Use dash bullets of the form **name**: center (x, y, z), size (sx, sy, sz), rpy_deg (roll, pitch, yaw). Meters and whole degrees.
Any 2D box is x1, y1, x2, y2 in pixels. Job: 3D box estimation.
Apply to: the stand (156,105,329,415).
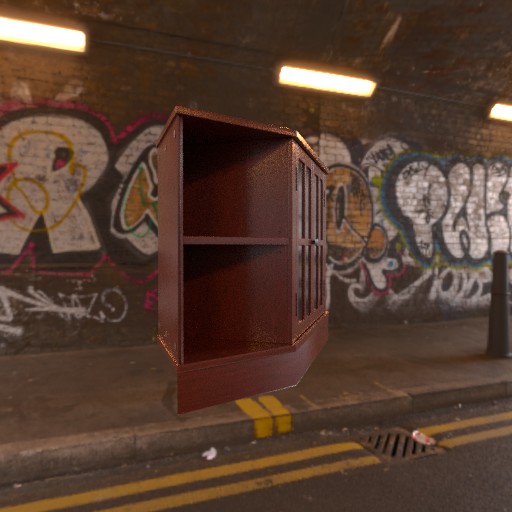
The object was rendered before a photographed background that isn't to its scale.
- **stand**: center (0.000, 0.000, 1.386), size (0.381, 0.614, 1.072), rpy_deg (0, 1, 17)
